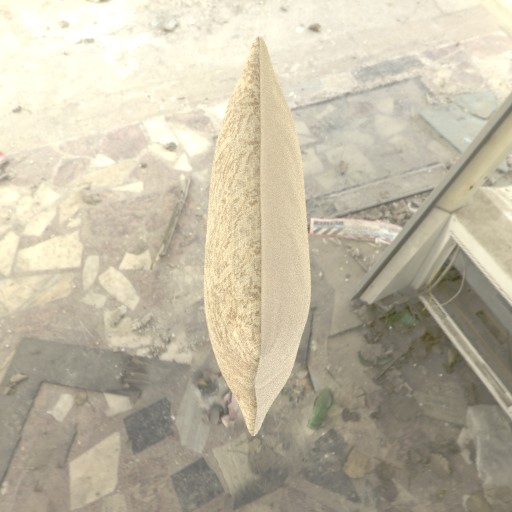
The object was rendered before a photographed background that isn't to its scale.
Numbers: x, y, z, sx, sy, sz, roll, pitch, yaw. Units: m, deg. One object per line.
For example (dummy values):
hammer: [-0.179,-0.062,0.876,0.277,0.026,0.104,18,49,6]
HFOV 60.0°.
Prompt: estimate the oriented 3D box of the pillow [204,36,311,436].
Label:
pillow: [0.000,0.000,0.784,0.166,0.510,0.523,0,59,0]
